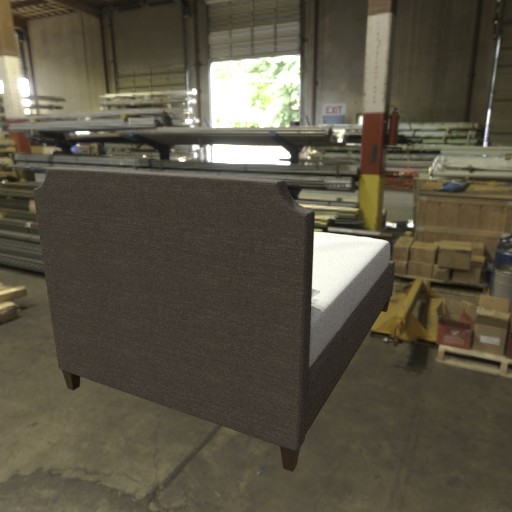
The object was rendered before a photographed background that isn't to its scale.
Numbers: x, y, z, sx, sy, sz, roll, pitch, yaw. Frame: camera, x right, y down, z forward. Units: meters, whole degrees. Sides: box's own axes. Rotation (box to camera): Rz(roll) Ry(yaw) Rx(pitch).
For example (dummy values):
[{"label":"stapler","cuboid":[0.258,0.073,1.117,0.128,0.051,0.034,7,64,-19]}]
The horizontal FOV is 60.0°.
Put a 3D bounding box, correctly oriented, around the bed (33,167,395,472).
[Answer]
[{"label":"bed","cuboid":[0.000,0.000,3.388,1.713,1.457,2.381,8,18,26]}]
